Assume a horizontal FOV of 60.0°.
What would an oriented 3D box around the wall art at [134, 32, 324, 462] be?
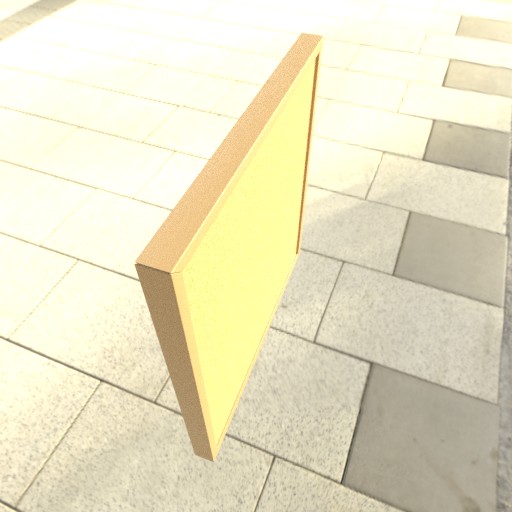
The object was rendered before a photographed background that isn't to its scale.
[{"bbox_3d":[0.000,0.000,0.726,0.036,0.509,0.509,16,50,13],"label":"wall art"}]
